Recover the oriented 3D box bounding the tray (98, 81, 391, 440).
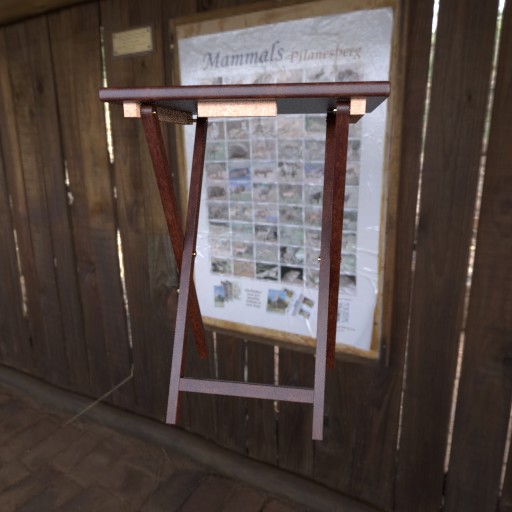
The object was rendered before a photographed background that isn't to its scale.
[{"bbox_3d":[0.000,0.000,0.970,0.483,0.660,0.381,2,14,10],"label":"tray"}]
